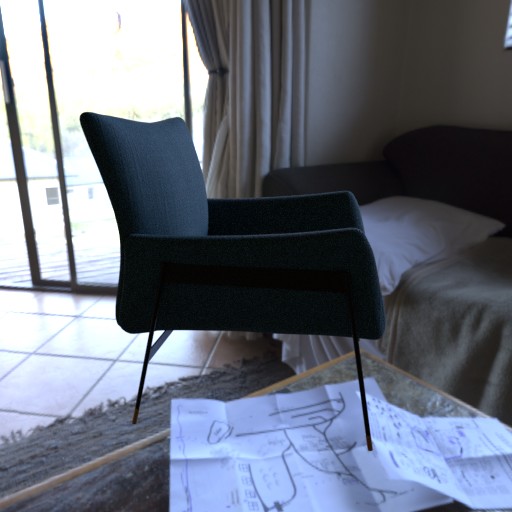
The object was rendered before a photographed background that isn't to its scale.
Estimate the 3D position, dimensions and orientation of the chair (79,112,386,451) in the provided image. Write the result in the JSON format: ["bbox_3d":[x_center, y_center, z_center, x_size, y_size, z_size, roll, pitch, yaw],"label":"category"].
[{"bbox_3d":[0.000,0.000,1.411,0.769,0.859,0.678,3,17,9],"label":"chair"}]
